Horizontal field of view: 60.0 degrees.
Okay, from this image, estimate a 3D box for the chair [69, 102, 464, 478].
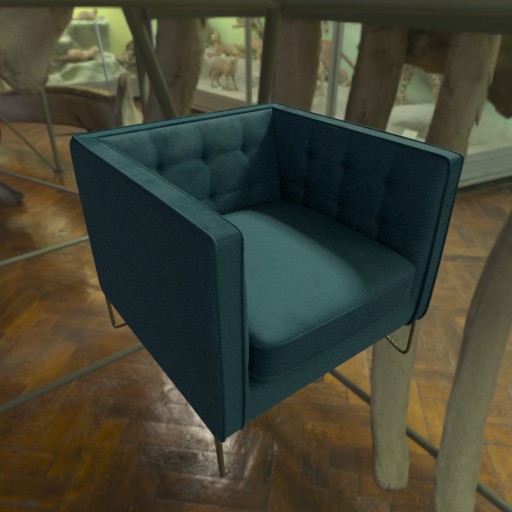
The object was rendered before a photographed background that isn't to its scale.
[{"bbox_3d":[0.000,0.000,1.528,0.880,0.790,0.894,-21,37,-31],"label":"chair"}]
